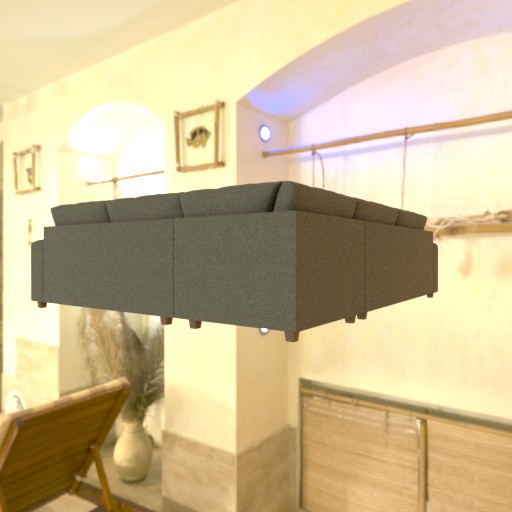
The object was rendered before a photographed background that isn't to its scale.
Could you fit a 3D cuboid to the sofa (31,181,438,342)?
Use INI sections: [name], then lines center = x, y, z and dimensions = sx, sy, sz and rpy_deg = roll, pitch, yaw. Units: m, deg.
[sofa]
center = 0.000, 0.000, 4.674
dimensions = 2.895, 0.965, 3.277
rpy_deg = 0, 1, 35
